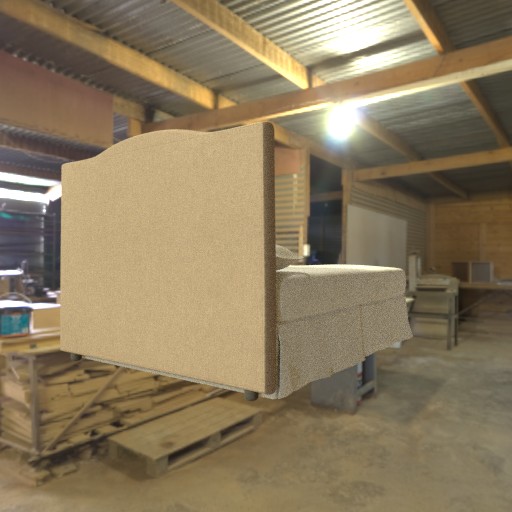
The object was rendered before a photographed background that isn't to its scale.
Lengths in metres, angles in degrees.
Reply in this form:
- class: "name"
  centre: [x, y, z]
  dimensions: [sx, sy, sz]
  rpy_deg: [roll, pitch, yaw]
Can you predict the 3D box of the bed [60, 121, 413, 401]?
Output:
- class: "bed"
  centre: [0.000, 0.000, 3.503]
  dimensions: [1.821, 1.436, 2.282]
  rpy_deg: [0, 0, 35]
